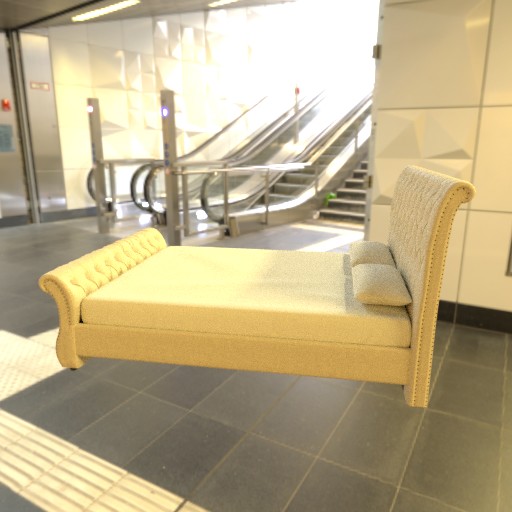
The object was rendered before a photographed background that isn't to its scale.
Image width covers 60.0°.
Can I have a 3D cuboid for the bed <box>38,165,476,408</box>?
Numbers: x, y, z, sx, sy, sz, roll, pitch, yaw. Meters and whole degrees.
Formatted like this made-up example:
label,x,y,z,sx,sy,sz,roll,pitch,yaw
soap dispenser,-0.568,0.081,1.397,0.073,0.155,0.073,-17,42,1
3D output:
label,x,y,z,sx,sy,sz,roll,pitch,yaw
bed,0.000,0.000,3.301,2.493,1.268,1.606,3,15,10
